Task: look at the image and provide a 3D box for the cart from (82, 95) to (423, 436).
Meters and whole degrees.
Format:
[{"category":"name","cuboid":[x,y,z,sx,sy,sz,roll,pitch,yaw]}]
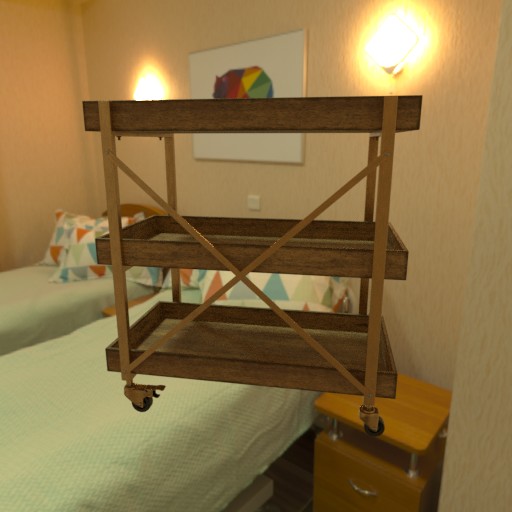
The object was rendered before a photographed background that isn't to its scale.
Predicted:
[{"category":"cart","cuboid":[0.000,0.000,1.233,0.750,0.799,0.416,3,15,10]}]
